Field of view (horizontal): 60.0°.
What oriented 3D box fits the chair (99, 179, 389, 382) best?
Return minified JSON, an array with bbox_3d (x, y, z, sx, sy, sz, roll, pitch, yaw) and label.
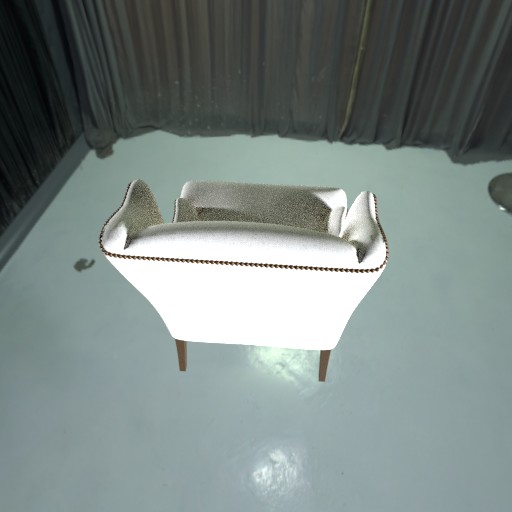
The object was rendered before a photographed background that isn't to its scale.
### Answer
[{"bbox_3d":[0.000,0.000,1.673,0.737,1.029,0.940,3,47,3],"label":"chair"}]
